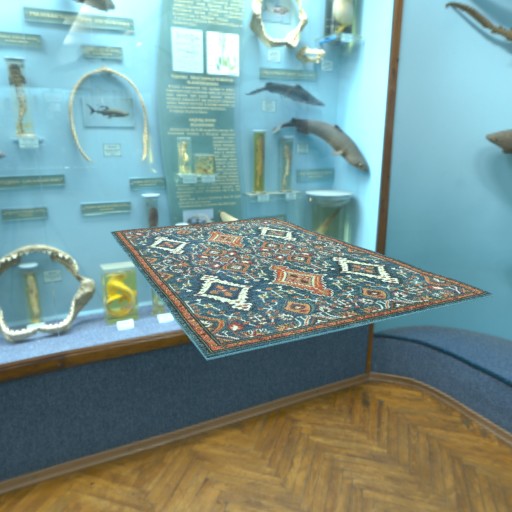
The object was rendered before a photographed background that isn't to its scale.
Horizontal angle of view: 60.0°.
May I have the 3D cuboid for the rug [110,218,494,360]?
[{"bbox_3d":[0.000,0.000,2.280,1.195,0.014,1.847,-7,17,-25],"label":"rug"}]
